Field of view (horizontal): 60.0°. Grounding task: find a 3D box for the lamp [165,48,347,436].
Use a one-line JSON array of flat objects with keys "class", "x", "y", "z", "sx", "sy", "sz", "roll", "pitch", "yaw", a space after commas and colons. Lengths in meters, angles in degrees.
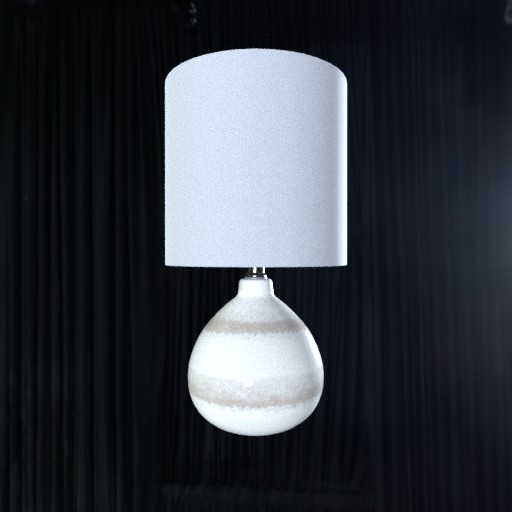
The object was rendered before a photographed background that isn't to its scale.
[{"class": "lamp", "x": 0.000, "y": 0.000, "z": 0.539, "sx": 0.217, "sy": 0.404, "sz": 0.217, "roll": 0, "pitch": 0, "yaw": 1}]
